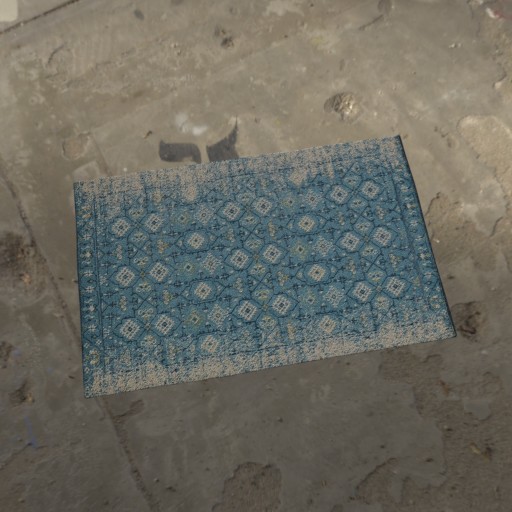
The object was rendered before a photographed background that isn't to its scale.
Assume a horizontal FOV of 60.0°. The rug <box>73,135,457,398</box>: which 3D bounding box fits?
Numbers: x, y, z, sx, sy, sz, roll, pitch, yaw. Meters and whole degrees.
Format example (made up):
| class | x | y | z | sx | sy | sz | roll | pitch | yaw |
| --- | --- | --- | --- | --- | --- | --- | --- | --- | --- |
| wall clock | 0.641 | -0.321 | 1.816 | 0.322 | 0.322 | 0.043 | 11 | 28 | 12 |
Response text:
| class | x | y | z | sx | sy | sz | roll | pitch | yaw |
| --- | --- | --- | --- | --- | --- | --- | --- | --- | --- |
| rug | 0.000 | 0.000 | 3.064 | 2.449 | 0.015 | 1.530 | -9 | 74 | -3 |
